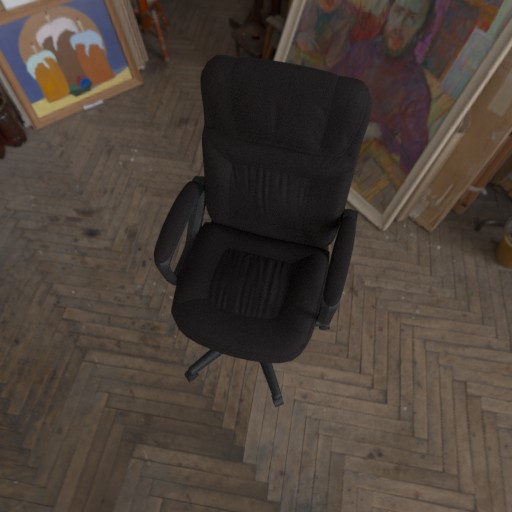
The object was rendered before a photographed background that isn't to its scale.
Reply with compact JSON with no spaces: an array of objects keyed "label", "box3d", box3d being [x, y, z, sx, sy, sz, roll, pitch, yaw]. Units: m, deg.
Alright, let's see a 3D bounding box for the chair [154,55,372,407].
[{"label":"chair","box3d":[0.000,0.000,1.572,0.667,1.105,0.724,14,59,8]}]
